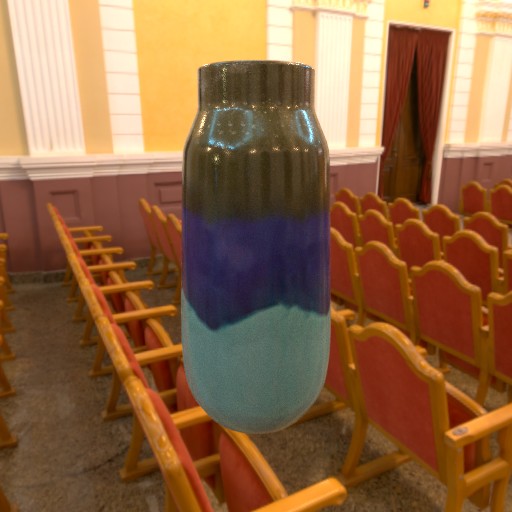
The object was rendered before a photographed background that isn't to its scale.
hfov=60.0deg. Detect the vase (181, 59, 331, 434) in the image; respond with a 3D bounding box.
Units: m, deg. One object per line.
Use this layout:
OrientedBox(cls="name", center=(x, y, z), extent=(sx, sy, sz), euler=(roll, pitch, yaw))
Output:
OrientedBox(cls="vase", center=(0.000, 0.000, 0.396), extent=(0.139, 0.313, 0.139), euler=(0, 17, 0))
